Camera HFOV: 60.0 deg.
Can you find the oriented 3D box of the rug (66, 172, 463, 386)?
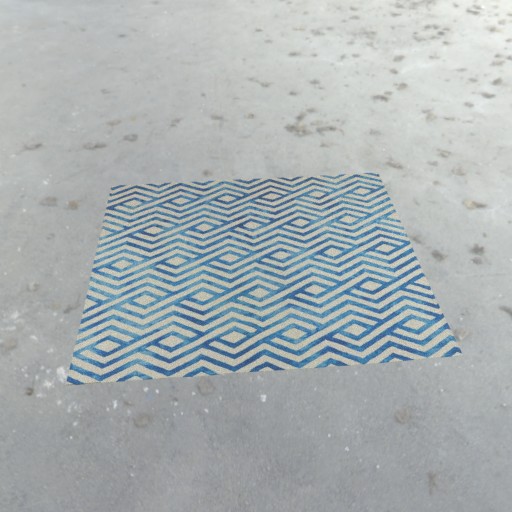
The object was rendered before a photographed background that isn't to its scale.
[{"bbox_3d":[0.000,0.000,4.231,3.059,0.008,2.453,-3,46,-3],"label":"rug"}]
